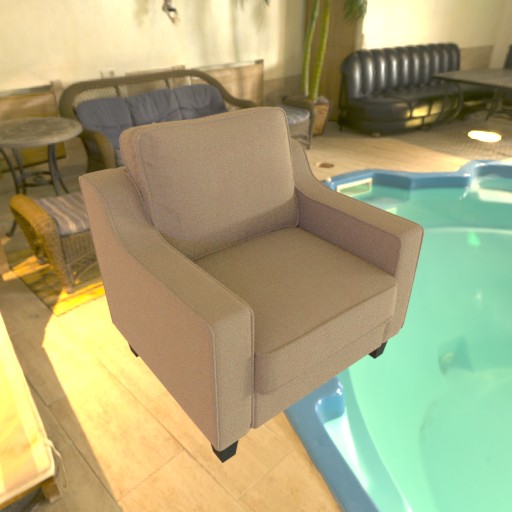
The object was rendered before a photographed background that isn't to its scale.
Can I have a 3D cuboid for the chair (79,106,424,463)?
[{"bbox_3d":[0.000,0.000,1.666,0.922,0.948,0.882,-22,36,-33],"label":"chair"}]
